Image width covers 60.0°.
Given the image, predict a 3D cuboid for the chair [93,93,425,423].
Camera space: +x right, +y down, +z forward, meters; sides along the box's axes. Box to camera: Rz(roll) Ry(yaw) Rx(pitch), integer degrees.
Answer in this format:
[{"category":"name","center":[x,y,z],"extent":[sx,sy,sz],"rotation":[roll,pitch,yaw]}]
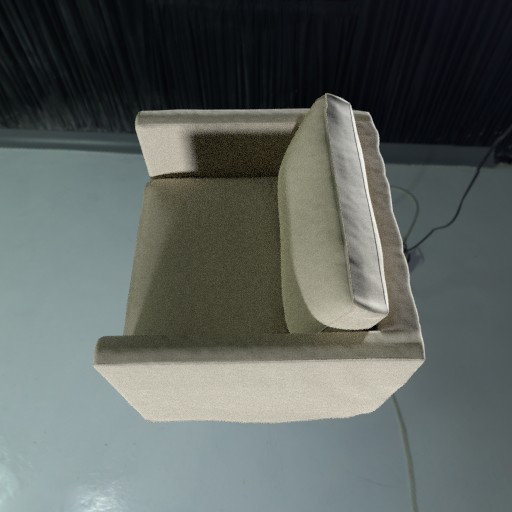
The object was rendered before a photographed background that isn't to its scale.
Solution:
[{"category":"chair","center":[0.000,0.000,1.698],"extent":[0.949,0.867,1.057],"rotation":[-1,58,-1]}]
